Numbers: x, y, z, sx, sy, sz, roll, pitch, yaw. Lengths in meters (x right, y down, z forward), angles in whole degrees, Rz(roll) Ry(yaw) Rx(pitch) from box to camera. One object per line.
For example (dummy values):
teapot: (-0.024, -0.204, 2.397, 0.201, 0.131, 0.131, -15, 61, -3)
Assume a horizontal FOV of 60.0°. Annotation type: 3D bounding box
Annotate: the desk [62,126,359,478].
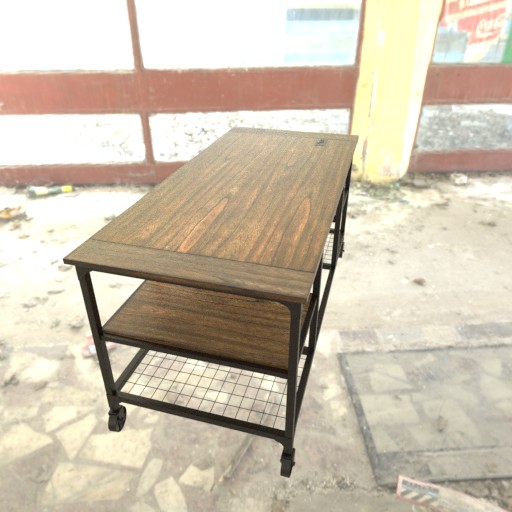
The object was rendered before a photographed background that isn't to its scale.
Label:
desk: (0.000, 0.000, 2.023, 0.711, 0.751, 1.590, 8, 31, 14)
